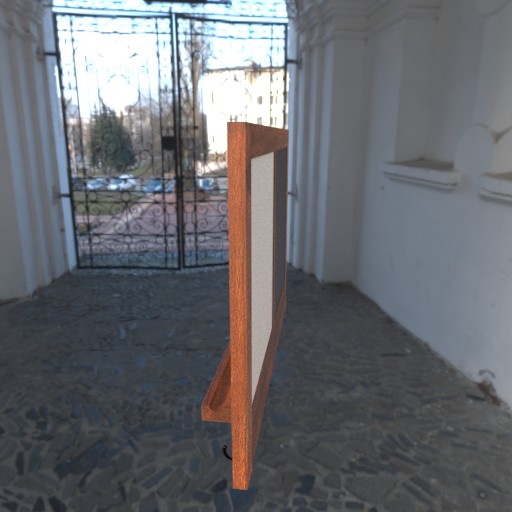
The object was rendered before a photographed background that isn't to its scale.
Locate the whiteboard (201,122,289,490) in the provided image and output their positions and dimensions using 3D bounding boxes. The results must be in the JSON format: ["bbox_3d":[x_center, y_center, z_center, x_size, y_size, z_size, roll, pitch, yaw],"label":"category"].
[{"bbox_3d":[0.000,0.000,0.994,0.083,0.553,0.768,2,15,8],"label":"whiteboard"}]
